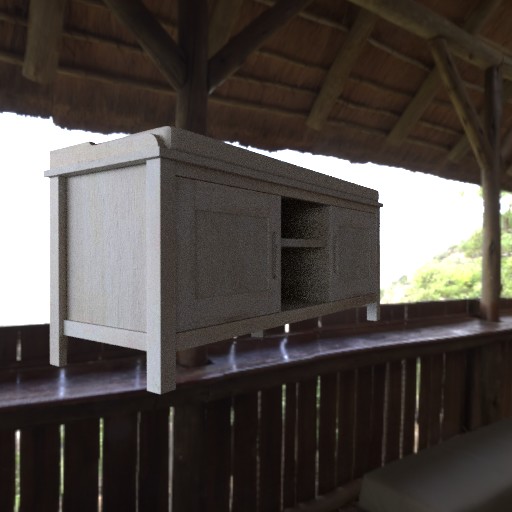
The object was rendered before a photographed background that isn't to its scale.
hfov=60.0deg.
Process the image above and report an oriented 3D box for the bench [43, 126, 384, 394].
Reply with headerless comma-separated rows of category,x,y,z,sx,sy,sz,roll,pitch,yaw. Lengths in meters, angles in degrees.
bench,0.000,0.000,1.377,0.398,0.501,1.140,0,1,36
